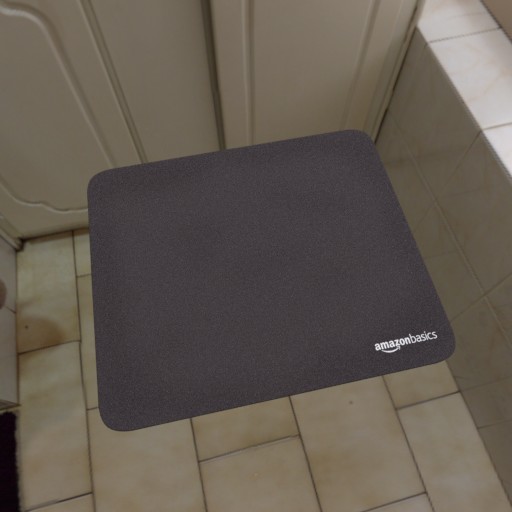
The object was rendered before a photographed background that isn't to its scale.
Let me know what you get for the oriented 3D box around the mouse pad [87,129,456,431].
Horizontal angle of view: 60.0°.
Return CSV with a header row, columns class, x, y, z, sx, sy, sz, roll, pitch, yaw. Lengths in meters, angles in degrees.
class,x,y,z,sx,sy,sz,roll,pitch,yaw
mouse pad,0.000,0.000,0.431,0.315,0.002,0.269,-11,64,-5
